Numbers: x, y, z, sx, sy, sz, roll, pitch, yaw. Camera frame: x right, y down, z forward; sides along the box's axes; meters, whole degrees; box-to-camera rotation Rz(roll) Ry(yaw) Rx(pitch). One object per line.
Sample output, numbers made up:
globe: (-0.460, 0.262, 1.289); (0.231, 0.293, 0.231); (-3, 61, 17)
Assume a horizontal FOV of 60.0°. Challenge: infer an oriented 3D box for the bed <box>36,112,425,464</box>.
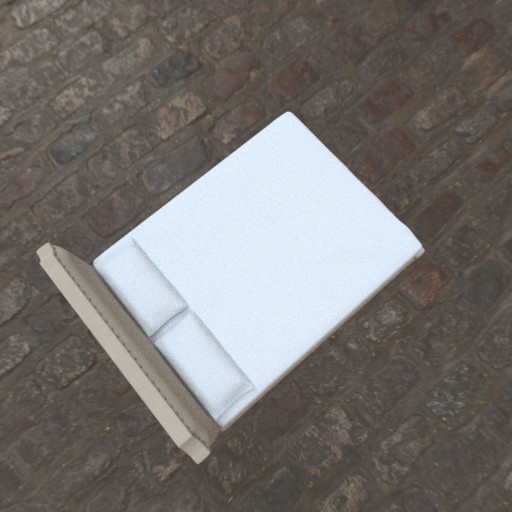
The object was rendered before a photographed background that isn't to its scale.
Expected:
bed: (0.000, 0.000, 3.467); (2.329, 1.415, 1.703); (-40, 79, -9)
